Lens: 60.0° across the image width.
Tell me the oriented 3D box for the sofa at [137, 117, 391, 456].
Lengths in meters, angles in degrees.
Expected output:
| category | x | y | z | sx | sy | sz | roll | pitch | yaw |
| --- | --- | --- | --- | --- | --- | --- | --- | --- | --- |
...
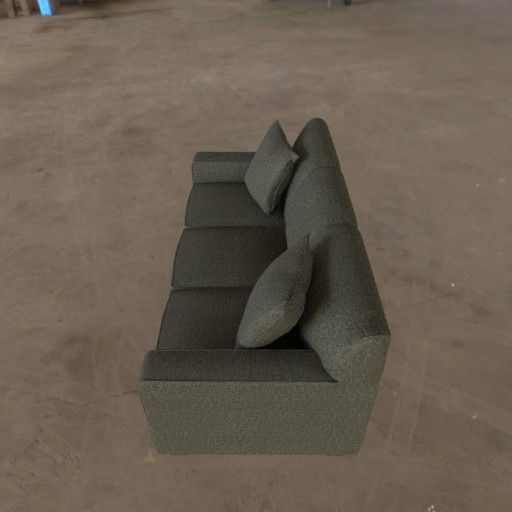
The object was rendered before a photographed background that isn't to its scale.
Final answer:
| category | x | y | z | sx | sy | sz | roll | pitch | yaw |
| --- | --- | --- | --- | --- | --- | --- | --- | --- | --- |
| sofa | 0.000 | 0.000 | 2.590 | 0.997 | 0.958 | 2.024 | 0 | 39 | 0 |
